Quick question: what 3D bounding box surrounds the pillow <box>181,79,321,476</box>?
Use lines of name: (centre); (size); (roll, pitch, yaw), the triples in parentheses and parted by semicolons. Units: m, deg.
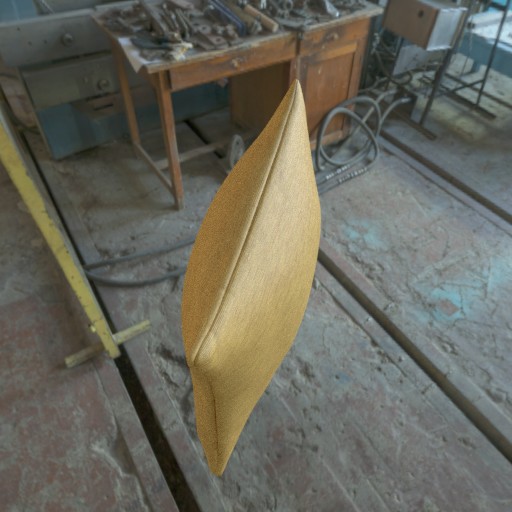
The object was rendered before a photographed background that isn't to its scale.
pillow: (0.000, 0.000, 0.780); (0.210, 0.354, 0.634); (10, 48, 9)
